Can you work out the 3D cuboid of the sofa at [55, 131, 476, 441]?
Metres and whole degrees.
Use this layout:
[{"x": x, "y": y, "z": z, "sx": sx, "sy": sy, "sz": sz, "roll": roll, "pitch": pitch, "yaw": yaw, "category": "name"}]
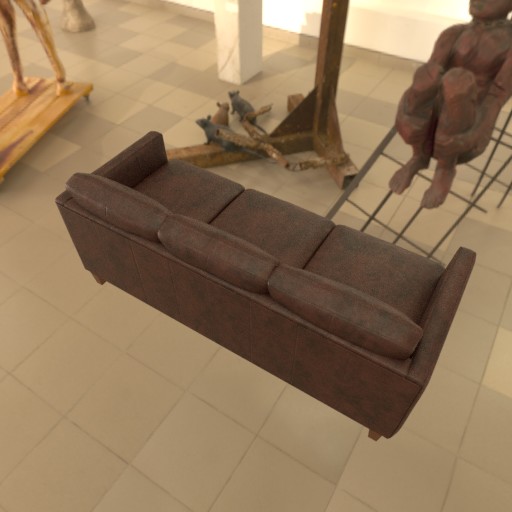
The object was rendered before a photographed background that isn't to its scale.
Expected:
[{"x": 0.000, "y": 0.000, "z": 2.947, "sx": 2.464, "sy": 1.006, "sz": 1.045, "roll": 25, "pitch": 52, "yaw": 21, "category": "sofa"}]
